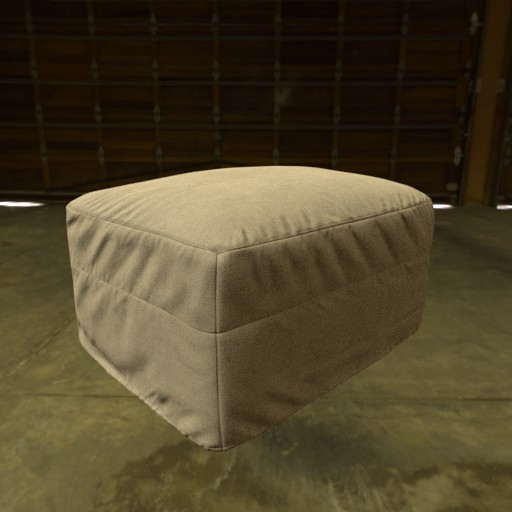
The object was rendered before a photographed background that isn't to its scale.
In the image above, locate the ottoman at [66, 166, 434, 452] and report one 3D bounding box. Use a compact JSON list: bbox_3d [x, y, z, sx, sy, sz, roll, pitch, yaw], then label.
[{"bbox_3d":[0.000,0.000,1.235,0.837,0.481,0.683,-14,21,-42],"label":"ottoman"}]
